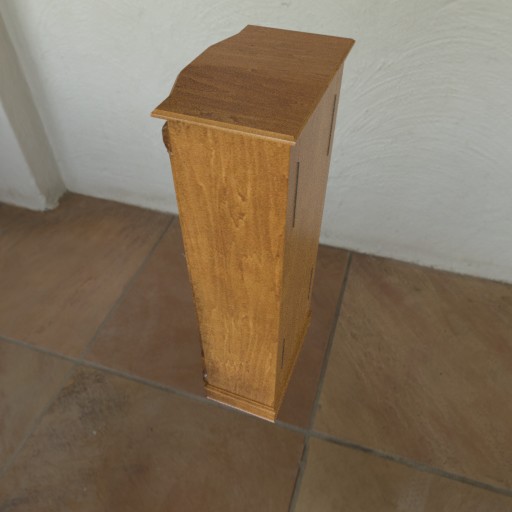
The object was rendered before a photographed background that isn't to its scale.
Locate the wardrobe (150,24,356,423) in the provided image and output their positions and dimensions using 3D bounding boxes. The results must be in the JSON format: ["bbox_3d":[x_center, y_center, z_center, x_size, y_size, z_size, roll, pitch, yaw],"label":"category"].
[{"bbox_3d":[0.000,0.000,1.130,0.273,0.959,0.406,15,48,14],"label":"wardrobe"}]
